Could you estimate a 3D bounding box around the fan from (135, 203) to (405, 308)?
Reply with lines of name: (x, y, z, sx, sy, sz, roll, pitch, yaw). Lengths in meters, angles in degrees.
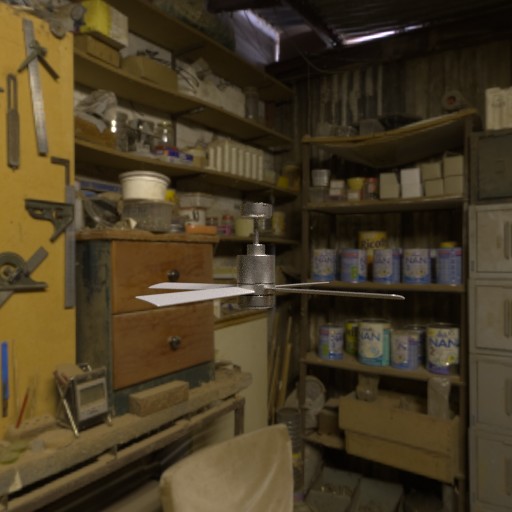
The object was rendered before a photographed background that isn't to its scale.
fan: (0.000, 0.000, 2.355, 1.525, 0.539, 1.525, 0, 0, 35)
